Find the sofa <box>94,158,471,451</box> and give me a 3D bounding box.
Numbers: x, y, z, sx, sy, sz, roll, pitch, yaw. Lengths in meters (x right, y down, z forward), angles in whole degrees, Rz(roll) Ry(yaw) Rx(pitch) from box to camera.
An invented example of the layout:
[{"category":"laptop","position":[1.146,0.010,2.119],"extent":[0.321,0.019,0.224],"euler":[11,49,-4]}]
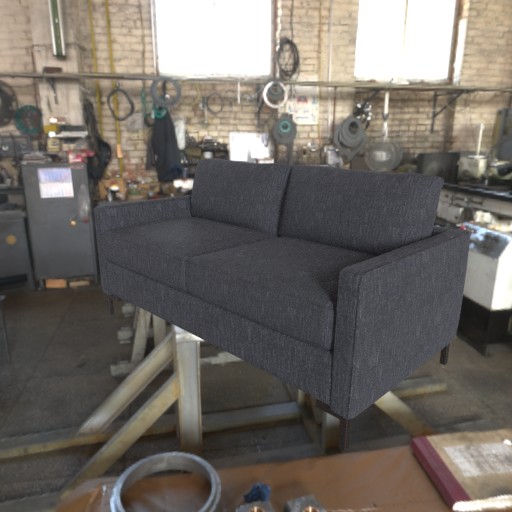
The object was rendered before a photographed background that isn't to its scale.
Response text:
[{"category":"sofa","position":[0.000,0.000,2.175],"extent":[1.716,0.862,0.866],"euler":[15,22,43]}]
